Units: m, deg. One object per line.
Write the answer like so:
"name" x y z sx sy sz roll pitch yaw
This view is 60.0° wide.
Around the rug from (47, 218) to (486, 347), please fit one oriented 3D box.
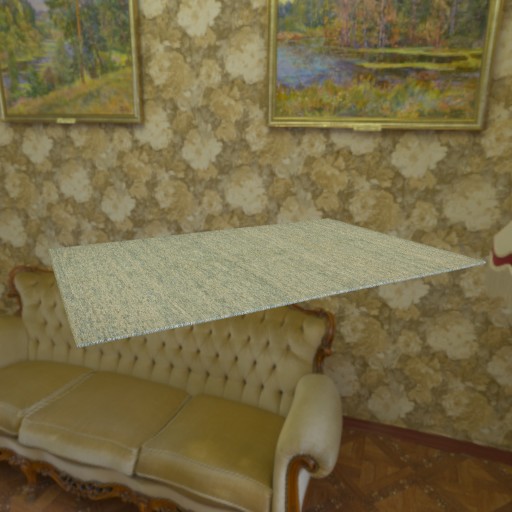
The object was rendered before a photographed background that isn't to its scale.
"rug" 0.000 0.000 2.768 2.283 0.013 1.547 -8 18 -27
